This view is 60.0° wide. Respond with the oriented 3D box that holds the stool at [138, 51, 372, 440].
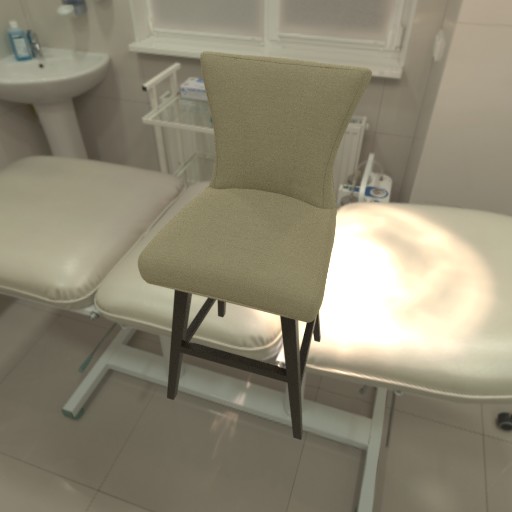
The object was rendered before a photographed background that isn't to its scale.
[{"bbox_3d":[0.000,0.000,1.435,0.514,1.086,0.574,12,42,14],"label":"stool"}]
